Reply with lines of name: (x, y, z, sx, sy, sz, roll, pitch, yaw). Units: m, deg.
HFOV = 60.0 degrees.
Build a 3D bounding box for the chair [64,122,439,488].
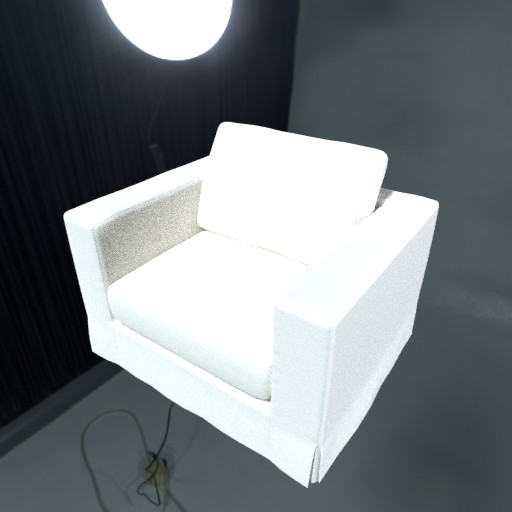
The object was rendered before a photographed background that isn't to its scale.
chair: (0.000, 0.000, 1.786, 1.150, 0.878, 0.957, 20, 36, 30)
